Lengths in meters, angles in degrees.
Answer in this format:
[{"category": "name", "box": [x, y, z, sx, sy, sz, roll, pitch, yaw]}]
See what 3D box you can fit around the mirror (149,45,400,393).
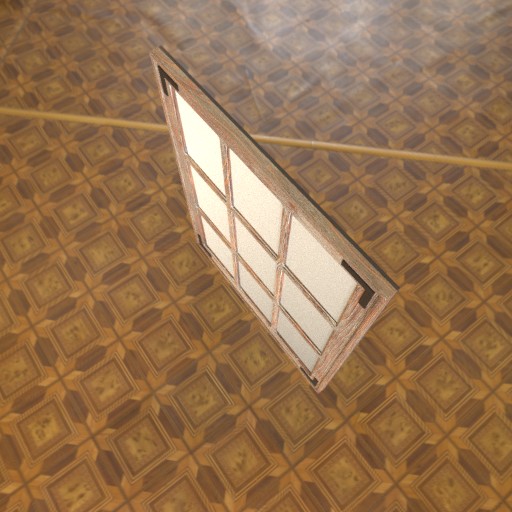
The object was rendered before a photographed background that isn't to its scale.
[{"category": "mirror", "box": [0.000, 0.000, 1.240, 0.032, 0.882, 0.730, -34, 68, -16]}]
